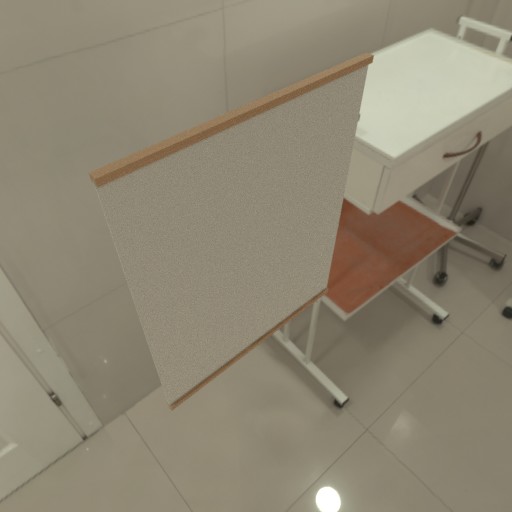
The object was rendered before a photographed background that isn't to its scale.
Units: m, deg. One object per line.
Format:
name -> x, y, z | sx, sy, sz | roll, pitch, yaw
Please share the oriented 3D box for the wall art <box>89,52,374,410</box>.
wall art -> 0.000, 0.000, 0.688 | 0.405, 0.508, 0.012 | -33, 55, -26
